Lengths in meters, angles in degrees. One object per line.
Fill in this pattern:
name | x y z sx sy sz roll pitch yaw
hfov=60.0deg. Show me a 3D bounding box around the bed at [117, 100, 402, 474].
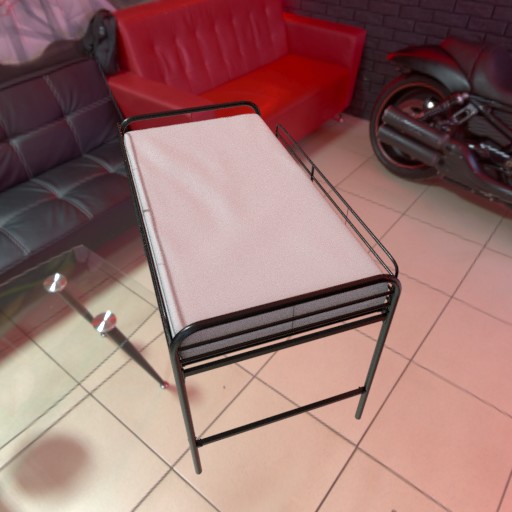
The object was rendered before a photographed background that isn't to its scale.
bed | 0.000 0.000 2.950 1.393 1.289 1.968 -13 44 -14
